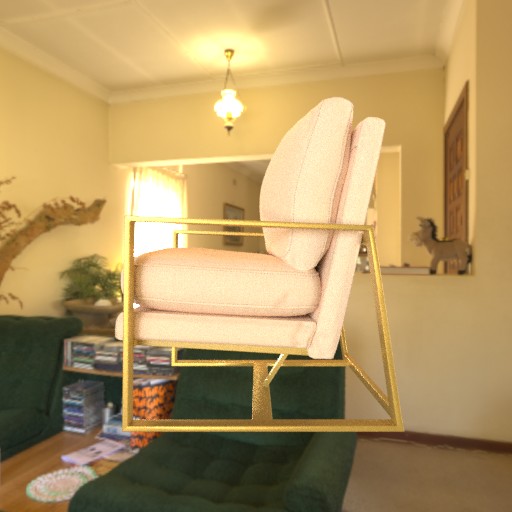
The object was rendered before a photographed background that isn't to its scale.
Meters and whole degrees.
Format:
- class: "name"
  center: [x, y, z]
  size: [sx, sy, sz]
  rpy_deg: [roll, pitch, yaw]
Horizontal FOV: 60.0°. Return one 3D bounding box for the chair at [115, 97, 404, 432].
- class: "chair"
  center: [0.000, 0.000, 1.585]
  size: [0.813, 0.956, 0.758]
  rpy_deg: [0, 0, 0]
